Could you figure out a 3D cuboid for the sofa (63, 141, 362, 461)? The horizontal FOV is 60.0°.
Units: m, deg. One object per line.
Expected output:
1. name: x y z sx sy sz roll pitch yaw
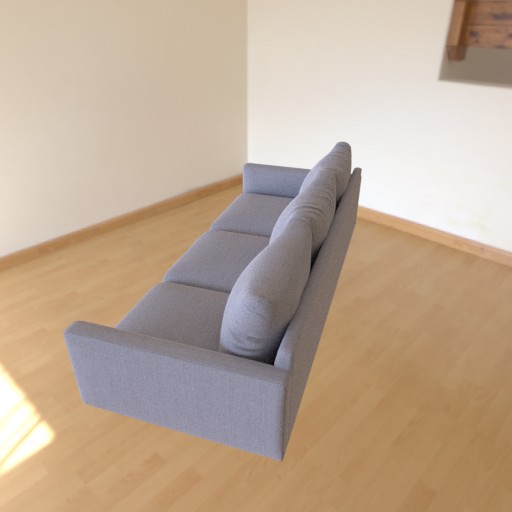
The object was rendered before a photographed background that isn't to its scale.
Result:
1. sofa: 0.000 0.000 2.365 0.850 0.830 2.000 9 31 16
